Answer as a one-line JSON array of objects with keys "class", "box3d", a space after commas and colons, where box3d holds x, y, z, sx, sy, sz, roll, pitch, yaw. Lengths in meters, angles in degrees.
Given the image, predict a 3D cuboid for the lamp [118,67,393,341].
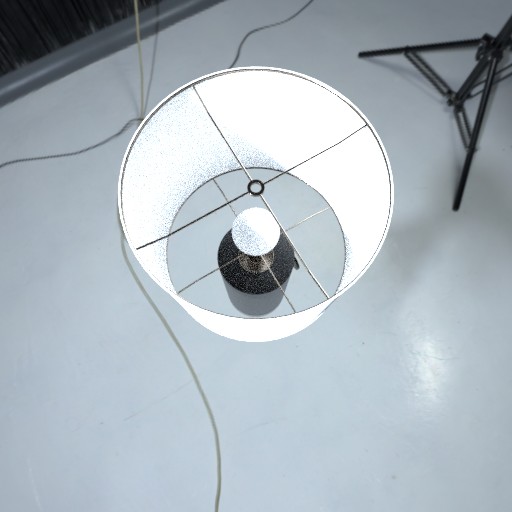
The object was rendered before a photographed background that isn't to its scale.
[{"class": "lamp", "box3d": [0.000, 0.000, 0.621, 0.240, 0.482, 0.241, -30, 77, -8]}]
